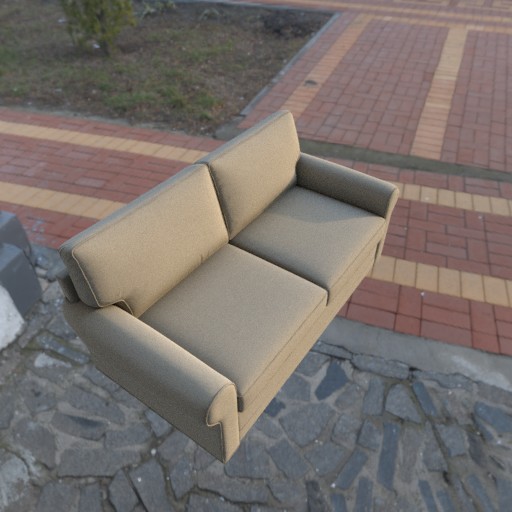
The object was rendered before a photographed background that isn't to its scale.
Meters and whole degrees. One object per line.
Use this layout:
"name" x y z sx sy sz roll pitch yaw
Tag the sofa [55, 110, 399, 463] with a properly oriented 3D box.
"sofa" 0.000 0.000 2.454 0.940 0.952 1.930 25 47 26
